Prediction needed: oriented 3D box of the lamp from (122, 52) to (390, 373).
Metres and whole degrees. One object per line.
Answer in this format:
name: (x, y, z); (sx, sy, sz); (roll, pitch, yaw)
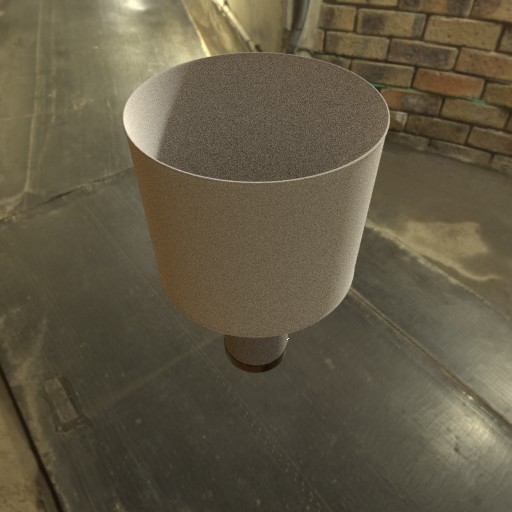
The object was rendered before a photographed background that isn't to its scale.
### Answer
lamp: (0.000, 0.000, 0.523); (0.229, 0.380, 0.229); (0, 46, 0)
